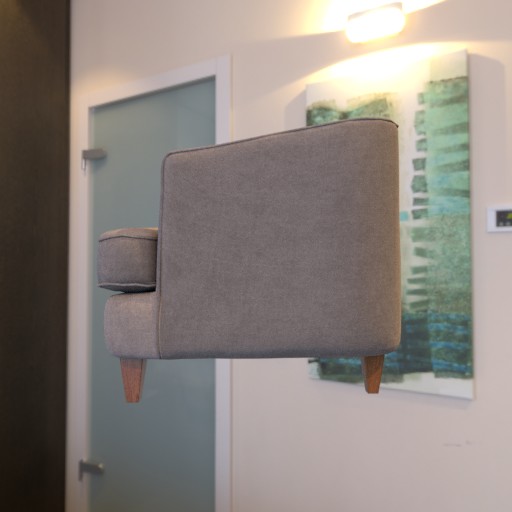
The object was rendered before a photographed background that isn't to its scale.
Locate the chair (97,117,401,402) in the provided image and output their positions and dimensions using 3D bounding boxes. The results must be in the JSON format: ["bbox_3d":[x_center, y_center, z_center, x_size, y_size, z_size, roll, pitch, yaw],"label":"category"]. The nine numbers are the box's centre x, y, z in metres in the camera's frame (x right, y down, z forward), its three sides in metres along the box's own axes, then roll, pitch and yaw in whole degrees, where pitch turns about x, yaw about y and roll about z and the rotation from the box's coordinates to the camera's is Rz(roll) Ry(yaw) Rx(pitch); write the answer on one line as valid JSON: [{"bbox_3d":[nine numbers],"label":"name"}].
[{"bbox_3d":[0.000,0.000,1.759,0.941,0.852,1.104,0,-1,0],"label":"chair"}]
